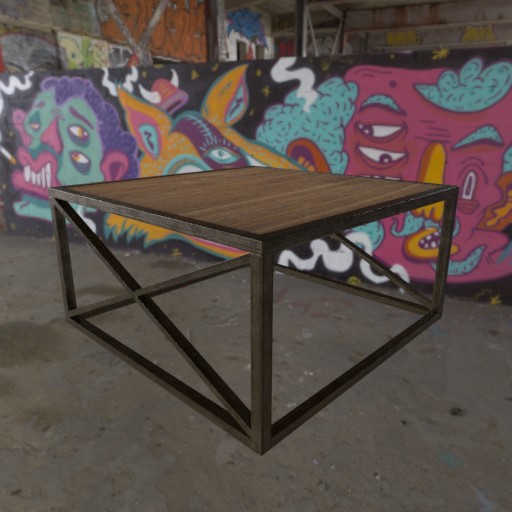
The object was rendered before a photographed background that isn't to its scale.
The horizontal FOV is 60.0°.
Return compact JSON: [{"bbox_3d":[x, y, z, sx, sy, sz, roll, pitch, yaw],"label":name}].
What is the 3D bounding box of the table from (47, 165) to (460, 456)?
[{"bbox_3d":[0.000,0.000,1.439,0.899,0.451,0.909,16,23,41],"label":"table"}]
